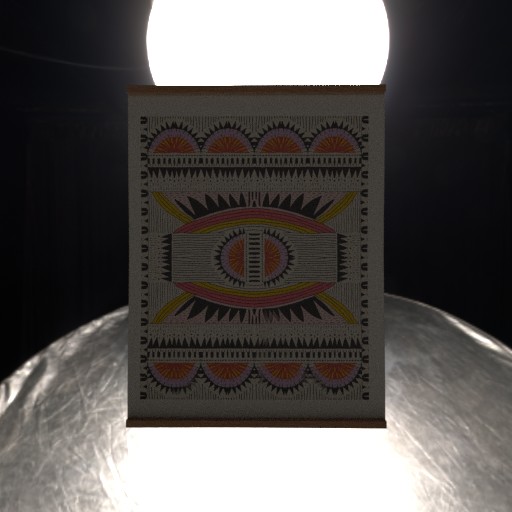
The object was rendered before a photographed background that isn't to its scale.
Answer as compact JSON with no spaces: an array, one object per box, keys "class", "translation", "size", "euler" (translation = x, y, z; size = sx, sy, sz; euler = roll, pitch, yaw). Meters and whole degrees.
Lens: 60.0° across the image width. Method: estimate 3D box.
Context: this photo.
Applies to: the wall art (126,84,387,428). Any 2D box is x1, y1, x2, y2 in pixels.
[{"class":"wall art","translation":[0.000,0.000,0.694],"size":[0.403,0.527,0.028],"euler":[0,0,1]}]
